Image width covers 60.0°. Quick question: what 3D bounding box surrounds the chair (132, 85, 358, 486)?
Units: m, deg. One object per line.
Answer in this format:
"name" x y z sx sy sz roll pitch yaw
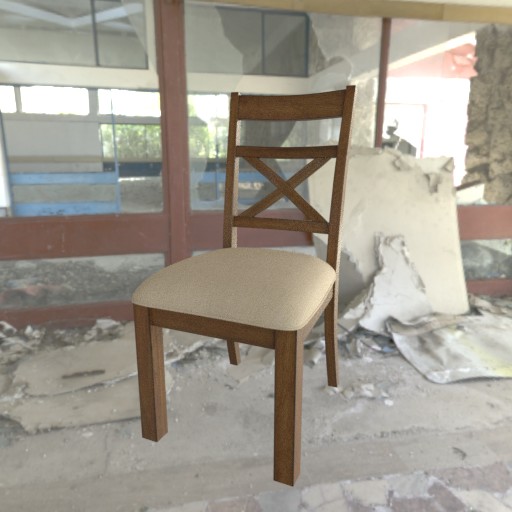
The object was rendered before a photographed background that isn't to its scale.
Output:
"chair" 0.000 0.000 1.256 0.461 0.949 0.581 6 15 24
